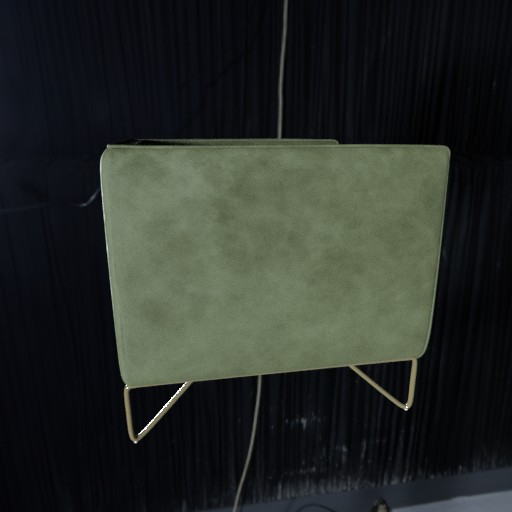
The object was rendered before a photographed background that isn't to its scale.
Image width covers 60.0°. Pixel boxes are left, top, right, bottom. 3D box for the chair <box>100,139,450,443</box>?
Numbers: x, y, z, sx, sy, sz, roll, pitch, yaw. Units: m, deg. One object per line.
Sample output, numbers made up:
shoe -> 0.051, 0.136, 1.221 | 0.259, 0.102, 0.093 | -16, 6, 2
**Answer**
chair -> 0.000, 0.000, 1.561 | 0.894, 0.790, 0.880 | -3, 16, -11
